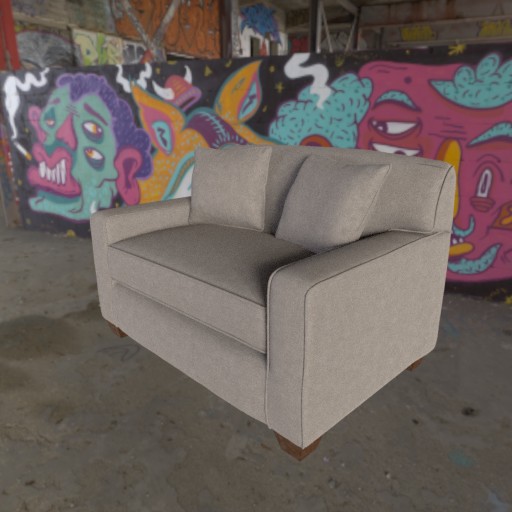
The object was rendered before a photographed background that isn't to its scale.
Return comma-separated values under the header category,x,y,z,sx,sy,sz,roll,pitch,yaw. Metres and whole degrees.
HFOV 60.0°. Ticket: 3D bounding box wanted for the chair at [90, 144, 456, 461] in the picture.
category,x,y,z,sx,sy,sz,roll,pitch,yaw
chair,0.000,0.000,2.045,0.992,0.953,1.395,-17,24,-42
